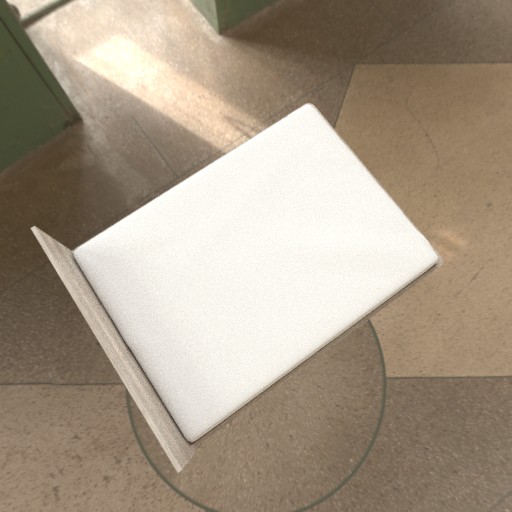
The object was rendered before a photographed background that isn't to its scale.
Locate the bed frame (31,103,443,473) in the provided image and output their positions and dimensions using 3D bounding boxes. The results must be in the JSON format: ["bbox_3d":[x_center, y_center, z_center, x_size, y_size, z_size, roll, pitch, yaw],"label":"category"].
[{"bbox_3d":[0.000,0.000,2.786,1.950,0.800,1.490,-34,78,-9],"label":"bed frame"}]
